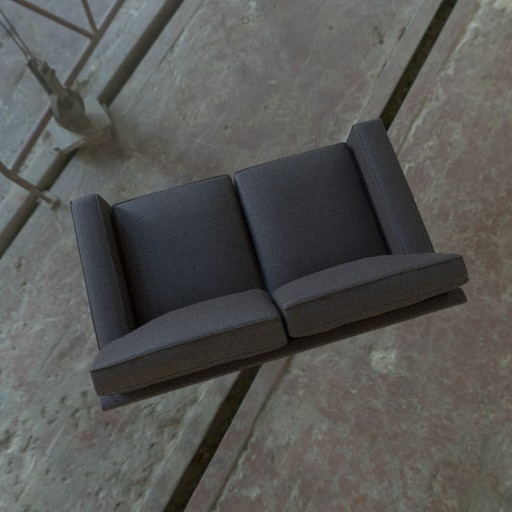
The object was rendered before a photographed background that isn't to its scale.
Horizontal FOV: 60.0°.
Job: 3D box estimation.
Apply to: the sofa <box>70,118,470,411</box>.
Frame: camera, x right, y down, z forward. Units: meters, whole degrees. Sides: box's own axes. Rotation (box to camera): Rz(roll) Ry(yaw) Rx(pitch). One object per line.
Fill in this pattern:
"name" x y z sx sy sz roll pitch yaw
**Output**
"sofa" 0.000 0.000 2.105 1.534 0.887 0.974 -16 77 -4
